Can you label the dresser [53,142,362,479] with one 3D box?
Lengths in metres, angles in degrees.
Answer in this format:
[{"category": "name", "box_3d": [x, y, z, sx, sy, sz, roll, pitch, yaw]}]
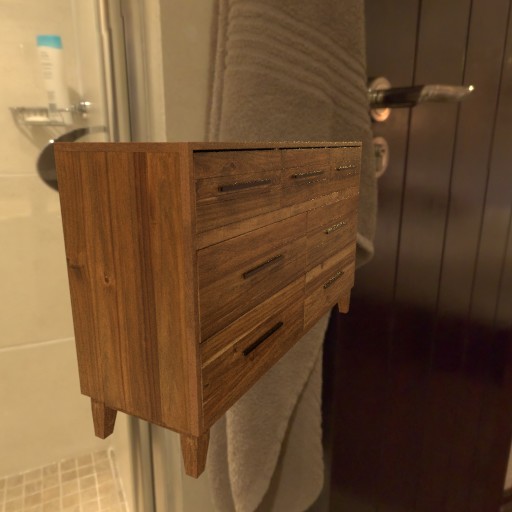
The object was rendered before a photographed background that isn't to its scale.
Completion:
[{"category": "dresser", "box_3d": [0.000, 0.000, 1.753, 0.446, 0.873, 1.400, 8, 16, 27]}]
